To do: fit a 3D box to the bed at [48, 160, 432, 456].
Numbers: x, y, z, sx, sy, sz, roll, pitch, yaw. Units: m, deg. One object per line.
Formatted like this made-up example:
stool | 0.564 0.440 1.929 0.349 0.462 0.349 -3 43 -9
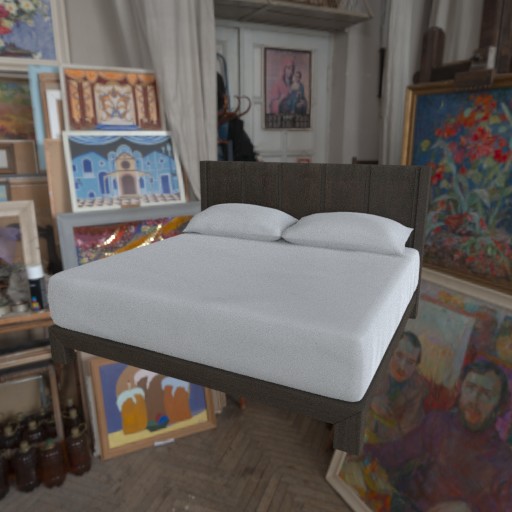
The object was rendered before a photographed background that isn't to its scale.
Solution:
bed | 0.000 0.000 3.294 2.134 1.270 2.012 7 16 26
